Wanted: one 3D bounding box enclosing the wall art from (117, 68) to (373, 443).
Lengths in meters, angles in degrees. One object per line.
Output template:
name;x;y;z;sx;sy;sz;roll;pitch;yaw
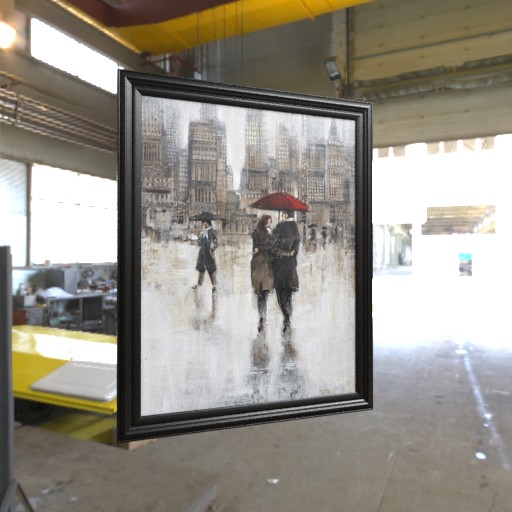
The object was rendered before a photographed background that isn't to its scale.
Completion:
wall art;0.000;0.000;1.587;0.950;1.194;0.053;0;0;-19
